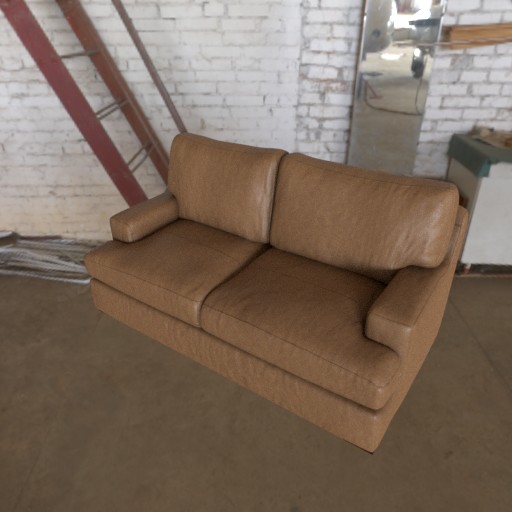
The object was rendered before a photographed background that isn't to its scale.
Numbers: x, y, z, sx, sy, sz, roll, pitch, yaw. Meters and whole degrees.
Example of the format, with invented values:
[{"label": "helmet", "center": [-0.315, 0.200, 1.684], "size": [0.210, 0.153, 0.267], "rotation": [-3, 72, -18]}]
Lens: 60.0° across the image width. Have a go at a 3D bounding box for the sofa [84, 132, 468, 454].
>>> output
[{"label": "sofa", "center": [0.000, 0.000, 2.387], "size": [1.855, 0.980, 0.962], "rotation": [19, 35, 30]}]
